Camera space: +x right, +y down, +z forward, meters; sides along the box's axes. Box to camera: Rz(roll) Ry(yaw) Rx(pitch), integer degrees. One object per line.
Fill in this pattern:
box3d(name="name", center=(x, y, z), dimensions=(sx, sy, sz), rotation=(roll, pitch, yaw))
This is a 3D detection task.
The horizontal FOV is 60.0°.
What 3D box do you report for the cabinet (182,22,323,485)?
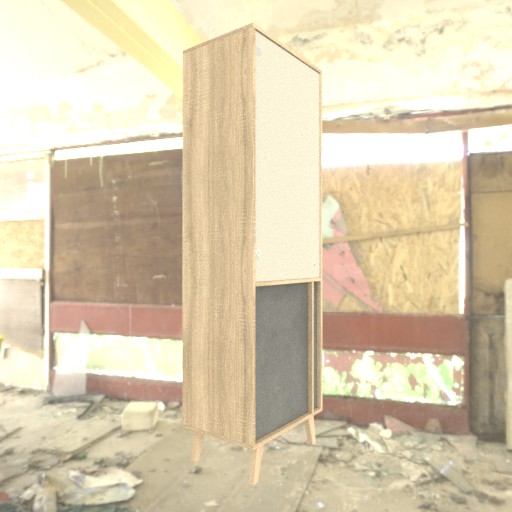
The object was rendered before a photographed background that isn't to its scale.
box3d(name="cabinet", center=(0.000, 0.000, 2.102), dimensions=(0.400, 1.850, 0.570), rotation=(0, 0, 37))
